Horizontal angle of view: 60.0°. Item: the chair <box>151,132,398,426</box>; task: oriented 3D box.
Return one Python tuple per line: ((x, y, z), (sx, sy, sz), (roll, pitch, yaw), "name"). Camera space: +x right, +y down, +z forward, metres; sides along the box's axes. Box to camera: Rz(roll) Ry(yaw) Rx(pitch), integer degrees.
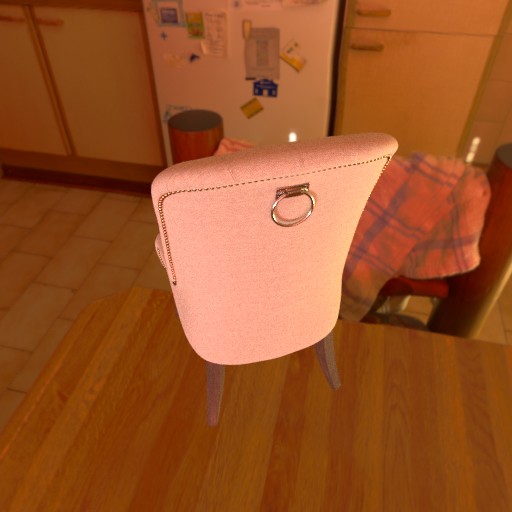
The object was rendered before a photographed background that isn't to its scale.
((0.000, 0.000, 1.504), (0.634, 1.091, 0.629), (-12, 44, -13), "chair")
